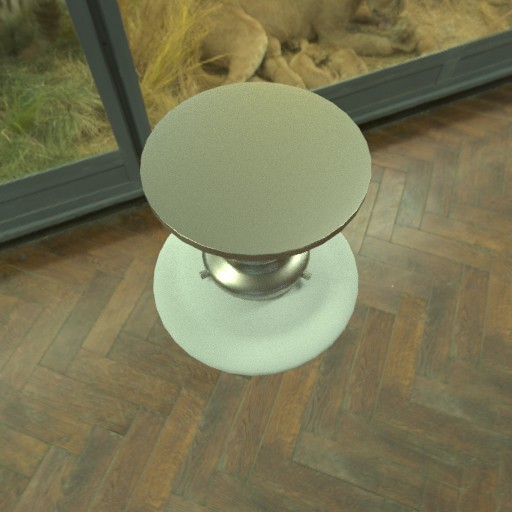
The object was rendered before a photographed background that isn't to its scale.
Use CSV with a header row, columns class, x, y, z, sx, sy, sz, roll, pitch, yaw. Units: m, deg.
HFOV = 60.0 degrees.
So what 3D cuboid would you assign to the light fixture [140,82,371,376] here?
class,x,y,z,sx,sy,sz,roll,pitch,yaw
light fixture,0.000,0.000,0.401,0.199,0.254,0.199,0,59,0
